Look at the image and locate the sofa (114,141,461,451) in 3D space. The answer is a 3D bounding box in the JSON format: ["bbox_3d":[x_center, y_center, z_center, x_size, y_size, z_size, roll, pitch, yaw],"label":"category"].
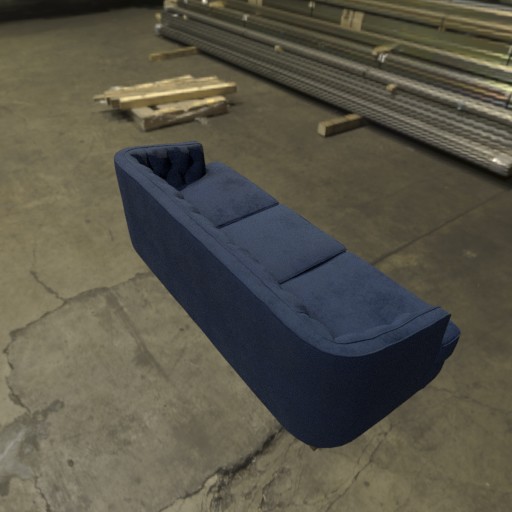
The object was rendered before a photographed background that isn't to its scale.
[{"bbox_3d":[0.000,0.000,2.714,0.941,0.855,2.278,-25,45,-27],"label":"sofa"}]
